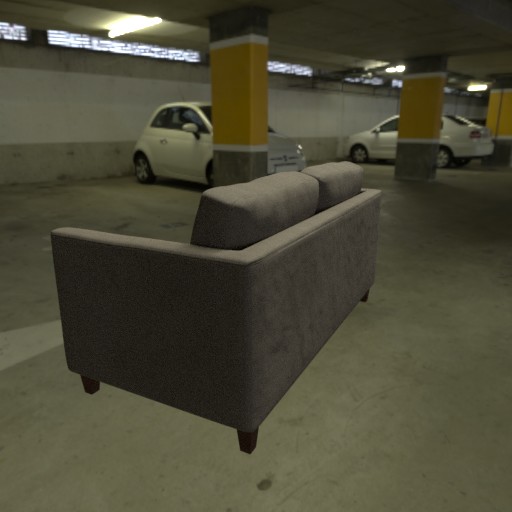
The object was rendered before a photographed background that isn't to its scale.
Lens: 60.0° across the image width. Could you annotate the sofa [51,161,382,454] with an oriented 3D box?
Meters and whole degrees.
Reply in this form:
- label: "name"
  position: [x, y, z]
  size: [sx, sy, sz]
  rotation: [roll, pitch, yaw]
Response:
- label: "sofa"
  position: [0.000, 0.000, 2.430]
  size: [0.950, 0.963, 1.884]
  rotation: [8, 18, 27]
